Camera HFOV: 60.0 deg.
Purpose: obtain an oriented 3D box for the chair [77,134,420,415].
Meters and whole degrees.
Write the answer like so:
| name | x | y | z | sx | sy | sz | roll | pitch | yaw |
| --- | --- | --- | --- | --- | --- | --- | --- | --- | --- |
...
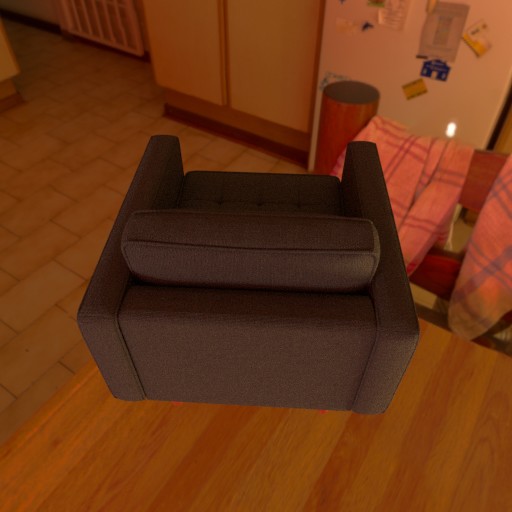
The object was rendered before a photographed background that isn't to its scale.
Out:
| name | x | y | z | sx | sy | sz | roll | pitch | yaw |
| --- | --- | --- | --- | --- | --- | --- | --- | --- | --- |
| chair | 0.000 | 0.000 | 1.569 | 0.899 | 0.770 | 0.919 | 2 | 46 | 2 |
